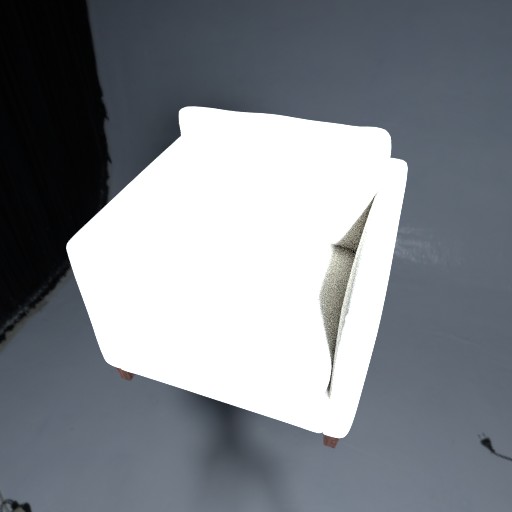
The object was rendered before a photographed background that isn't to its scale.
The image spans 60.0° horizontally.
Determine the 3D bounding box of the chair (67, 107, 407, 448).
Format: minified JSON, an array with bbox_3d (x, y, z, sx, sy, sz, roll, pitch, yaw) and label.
[{"bbox_3d":[0.000,0.000,1.741,0.996,0.919,0.959,13,42,15],"label":"chair"}]
